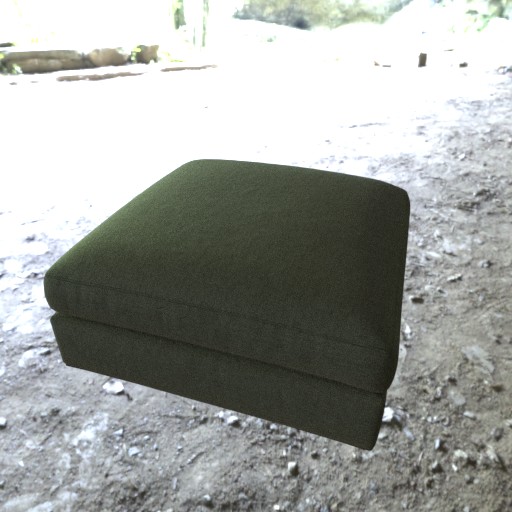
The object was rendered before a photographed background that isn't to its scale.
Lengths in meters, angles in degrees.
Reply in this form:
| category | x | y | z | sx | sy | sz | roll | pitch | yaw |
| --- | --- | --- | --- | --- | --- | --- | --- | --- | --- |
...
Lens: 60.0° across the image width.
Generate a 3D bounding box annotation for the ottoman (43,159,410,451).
| category | x | y | z | sx | sy | sz | roll | pitch | yaw |
| --- | --- | --- | --- | --- | --- | --- | --- | --- | --- |
| ottoman | 0.000 | 0.000 | 1.627 | 1.041 | 0.470 | 1.041 | 10 | 33 | 16 |
